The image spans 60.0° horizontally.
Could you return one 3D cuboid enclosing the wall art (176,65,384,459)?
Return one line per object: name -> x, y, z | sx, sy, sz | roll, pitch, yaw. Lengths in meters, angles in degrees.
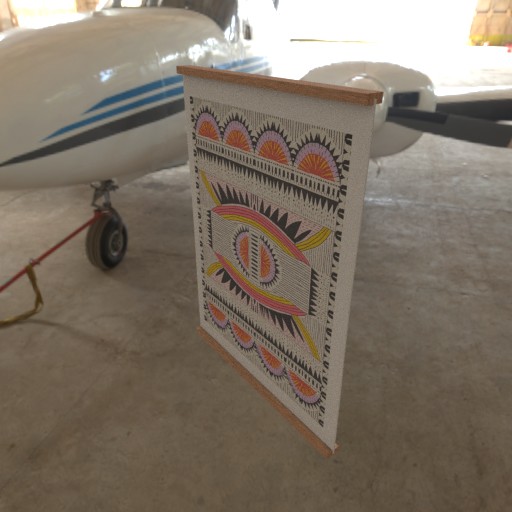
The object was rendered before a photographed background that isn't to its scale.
wall art -> 0.000, 0.000, 0.805 | 0.028, 0.609, 0.456 | -19, 33, -32
